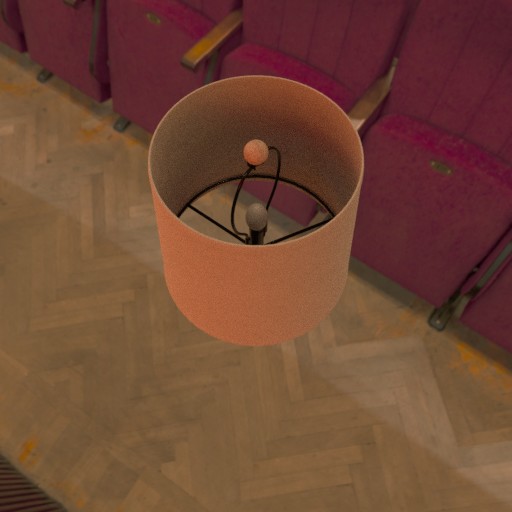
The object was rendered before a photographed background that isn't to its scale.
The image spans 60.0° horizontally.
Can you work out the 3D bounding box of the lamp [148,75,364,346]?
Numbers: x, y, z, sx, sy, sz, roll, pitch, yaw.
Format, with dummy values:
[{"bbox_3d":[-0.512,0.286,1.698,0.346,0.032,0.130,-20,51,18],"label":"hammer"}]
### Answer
[{"bbox_3d":[0.000,0.000,0.659,0.273,0.497,0.273,0,64,0],"label":"lamp"}]
